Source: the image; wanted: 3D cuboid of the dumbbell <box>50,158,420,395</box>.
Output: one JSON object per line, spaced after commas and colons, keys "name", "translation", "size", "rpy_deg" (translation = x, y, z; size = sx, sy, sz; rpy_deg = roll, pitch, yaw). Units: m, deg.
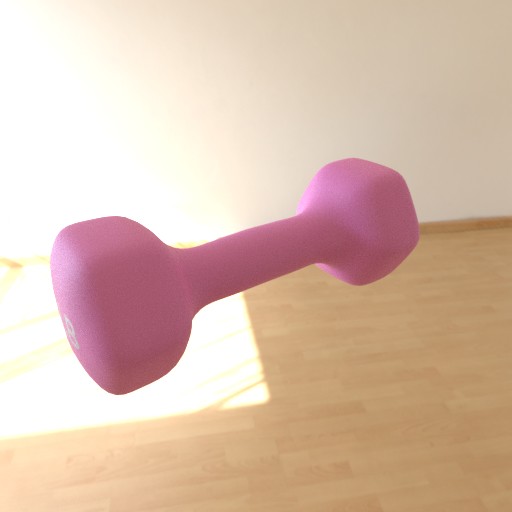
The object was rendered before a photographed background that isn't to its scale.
{"name": "dumbbell", "translation": [0.000, 0.000, 0.189], "size": [0.159, 0.058, 0.064], "rpy_deg": [-19, 34, -30]}
